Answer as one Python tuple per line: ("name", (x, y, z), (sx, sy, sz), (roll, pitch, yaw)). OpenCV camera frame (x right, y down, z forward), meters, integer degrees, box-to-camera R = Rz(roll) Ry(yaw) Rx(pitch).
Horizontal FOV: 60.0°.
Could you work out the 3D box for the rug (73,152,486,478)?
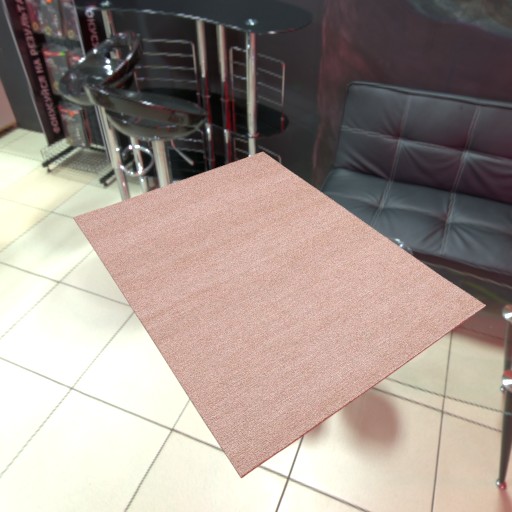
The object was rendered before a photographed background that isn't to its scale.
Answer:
("rug", (0.000, 0.000, 4.135), (2.434, 0.045, 3.202), (-25, 47, -25))
